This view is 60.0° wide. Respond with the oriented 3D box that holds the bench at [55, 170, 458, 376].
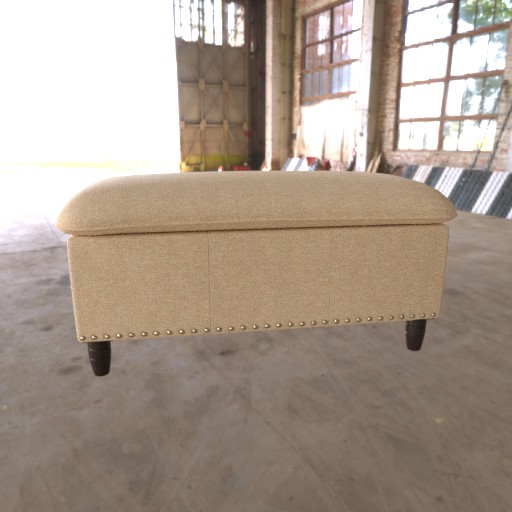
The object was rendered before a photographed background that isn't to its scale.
[{"bbox_3d":[0.000,0.000,1.289,0.991,0.483,0.483,-2,15,-9],"label":"bench"}]
